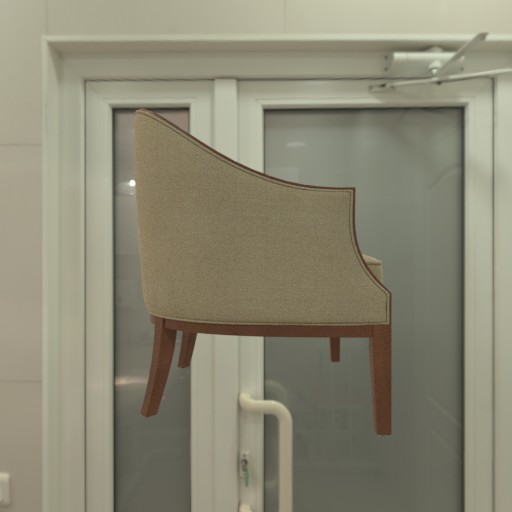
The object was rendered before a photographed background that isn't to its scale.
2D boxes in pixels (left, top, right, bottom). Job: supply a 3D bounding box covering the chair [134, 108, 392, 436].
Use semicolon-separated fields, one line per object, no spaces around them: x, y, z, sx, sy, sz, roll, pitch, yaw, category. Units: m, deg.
0.000;0.000;1.462;0.735;0.876;0.803;0;0;1;chair
